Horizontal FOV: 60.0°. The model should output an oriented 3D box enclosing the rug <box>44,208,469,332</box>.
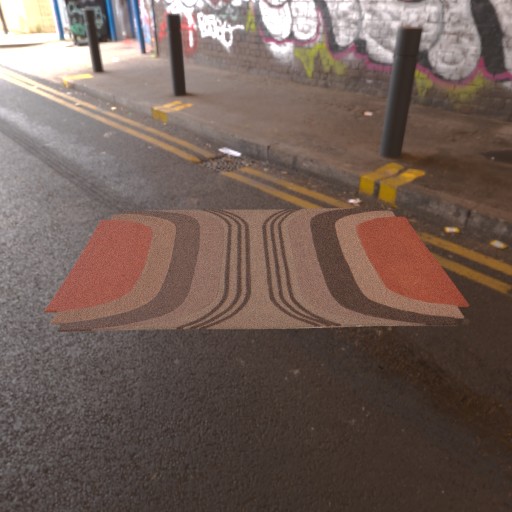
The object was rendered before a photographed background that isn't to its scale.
[{"bbox_3d":[0.000,0.000,3.051,2.446,0.017,1.530,-1,31,-1],"label":"rug"}]
